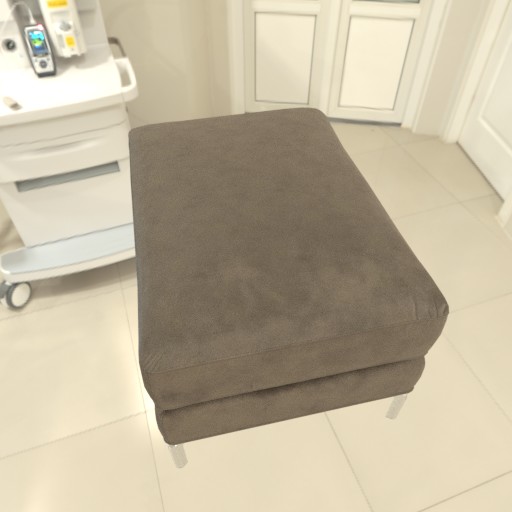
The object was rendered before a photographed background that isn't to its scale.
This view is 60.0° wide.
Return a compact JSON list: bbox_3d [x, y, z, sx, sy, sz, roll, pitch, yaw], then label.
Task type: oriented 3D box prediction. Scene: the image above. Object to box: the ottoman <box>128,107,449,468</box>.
[{"bbox_3d":[0.000,0.000,1.040,0.520,0.456,0.719,-9,47,-9],"label":"ottoman"}]
